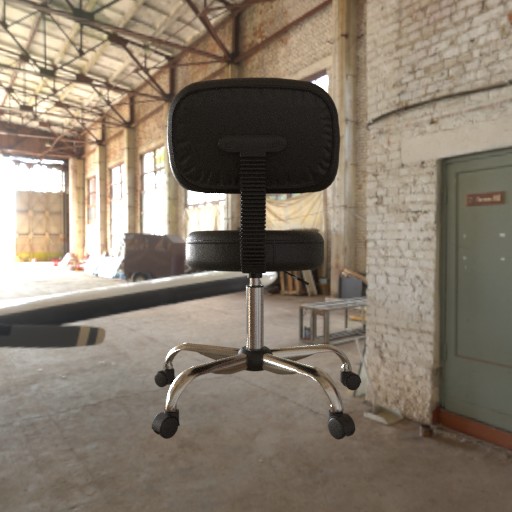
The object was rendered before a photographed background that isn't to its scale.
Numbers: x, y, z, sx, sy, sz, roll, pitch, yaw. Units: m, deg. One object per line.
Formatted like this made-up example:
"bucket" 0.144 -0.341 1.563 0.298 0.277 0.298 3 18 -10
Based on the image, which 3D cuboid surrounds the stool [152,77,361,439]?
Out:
"stool" 0.000 0.000 1.346 0.673 0.862 0.648 0 2 1
